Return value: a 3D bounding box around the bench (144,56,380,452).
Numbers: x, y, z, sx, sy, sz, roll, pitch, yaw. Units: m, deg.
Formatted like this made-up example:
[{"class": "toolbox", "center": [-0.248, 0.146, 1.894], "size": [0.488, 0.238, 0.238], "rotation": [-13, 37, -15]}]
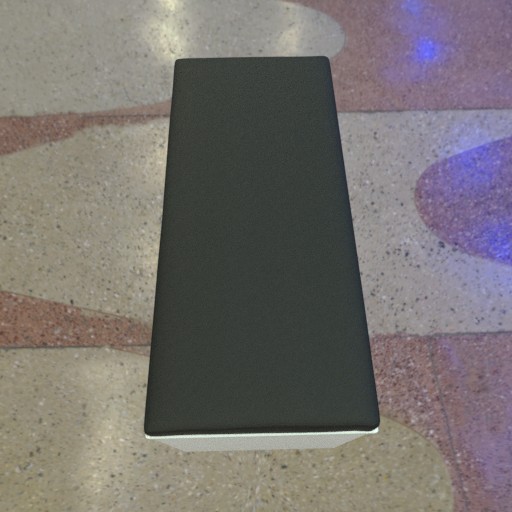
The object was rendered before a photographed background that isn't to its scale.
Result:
[{"class": "bench", "center": [0.000, 0.000, 1.145], "size": [0.401, 0.500, 0.899], "rotation": [-1, 63, -1]}]
